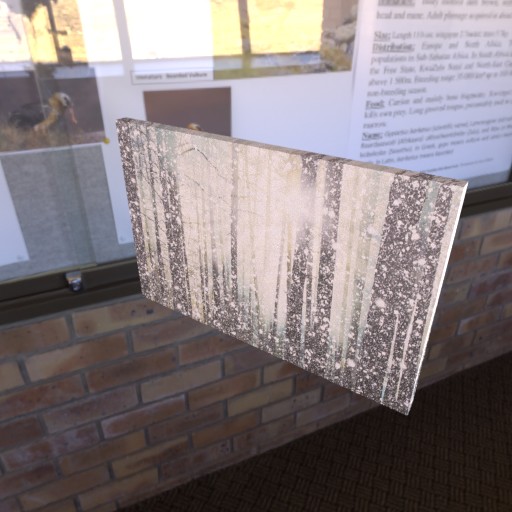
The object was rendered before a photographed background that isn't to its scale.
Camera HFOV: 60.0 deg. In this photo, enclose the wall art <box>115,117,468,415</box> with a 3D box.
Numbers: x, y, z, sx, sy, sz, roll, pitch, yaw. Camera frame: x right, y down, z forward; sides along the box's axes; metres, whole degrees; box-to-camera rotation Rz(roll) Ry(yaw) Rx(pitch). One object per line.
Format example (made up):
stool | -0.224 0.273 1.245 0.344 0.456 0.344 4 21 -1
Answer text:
wall art | 0.000 0.000 1.177 0.919 0.598 0.038 19 35 29
